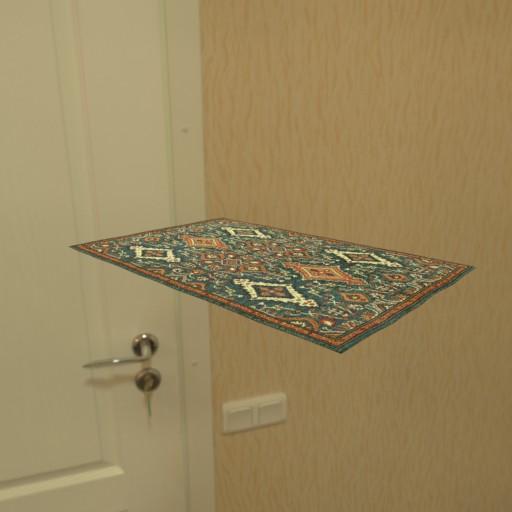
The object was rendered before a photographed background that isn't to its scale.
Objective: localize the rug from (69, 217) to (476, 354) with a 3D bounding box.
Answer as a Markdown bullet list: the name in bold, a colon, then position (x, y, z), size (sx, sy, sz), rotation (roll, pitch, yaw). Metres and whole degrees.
- **rug**: position (0.000, 0.000, 4.270), size (3.371, 0.008, 2.190), rotation (15, 21, 41)
